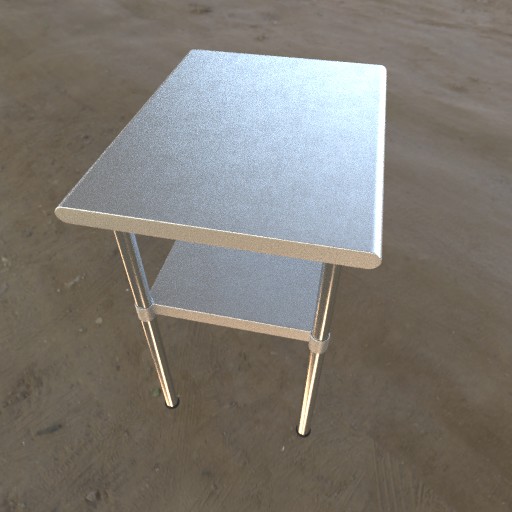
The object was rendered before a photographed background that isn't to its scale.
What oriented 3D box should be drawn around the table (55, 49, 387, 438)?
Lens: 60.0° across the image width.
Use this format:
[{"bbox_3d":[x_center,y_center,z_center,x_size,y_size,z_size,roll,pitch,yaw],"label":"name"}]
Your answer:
[{"bbox_3d":[0.000,0.000,1.323,0.584,0.876,0.762,9,46,9],"label":"table"}]
